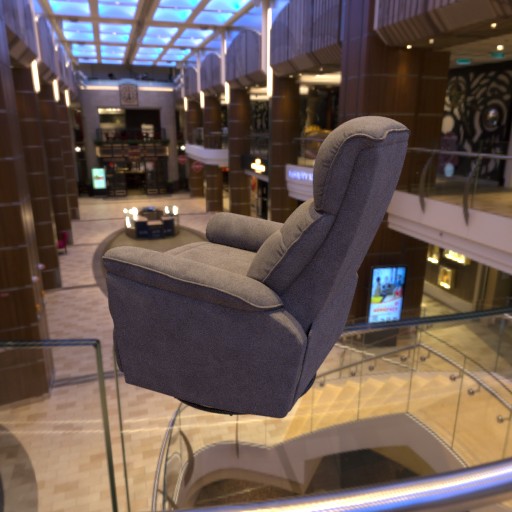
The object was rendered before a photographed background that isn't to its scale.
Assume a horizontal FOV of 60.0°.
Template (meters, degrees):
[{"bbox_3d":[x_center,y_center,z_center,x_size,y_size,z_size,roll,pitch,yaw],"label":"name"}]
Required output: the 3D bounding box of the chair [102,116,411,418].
[{"bbox_3d":[0.000,0.000,1.733,1.009,1.036,0.830,8,18,25],"label":"chair"}]
